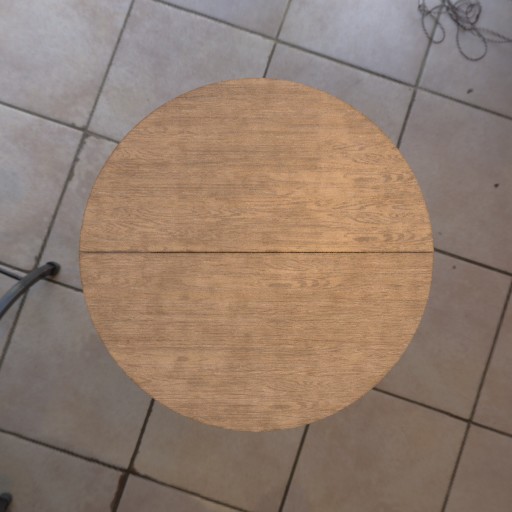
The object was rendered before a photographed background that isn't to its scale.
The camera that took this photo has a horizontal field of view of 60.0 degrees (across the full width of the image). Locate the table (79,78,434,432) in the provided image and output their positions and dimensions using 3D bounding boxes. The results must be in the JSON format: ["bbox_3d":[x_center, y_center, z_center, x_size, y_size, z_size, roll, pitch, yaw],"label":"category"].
[{"bbox_3d":[0.000,0.000,2.090,1.363,0.781,1.363,0,88,-1],"label":"table"}]
